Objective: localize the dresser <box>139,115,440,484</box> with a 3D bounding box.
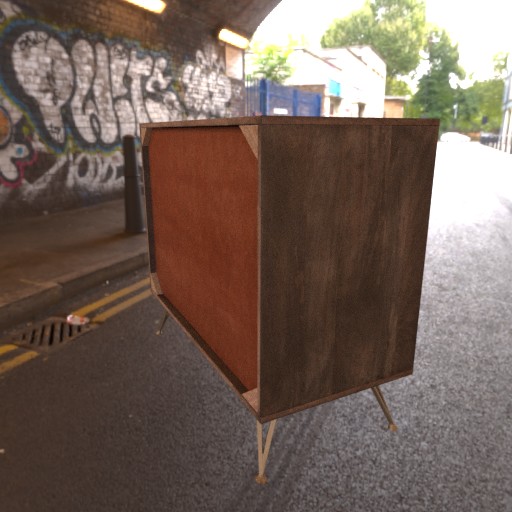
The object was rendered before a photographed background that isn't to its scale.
[{"bbox_3d":[0.000,0.000,1.381,0.453,0.801,0.923,-8,18,-26],"label":"dresser"}]
